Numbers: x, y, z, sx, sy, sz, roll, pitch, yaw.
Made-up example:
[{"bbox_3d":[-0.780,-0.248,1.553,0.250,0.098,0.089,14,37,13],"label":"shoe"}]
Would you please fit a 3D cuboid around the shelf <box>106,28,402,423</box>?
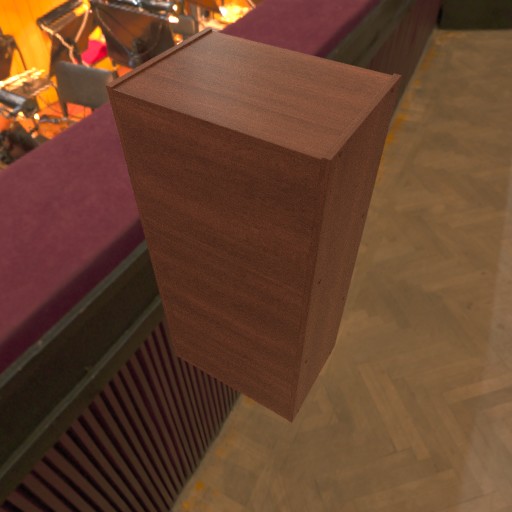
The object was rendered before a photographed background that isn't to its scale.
[{"bbox_3d":[0.000,0.000,1.074,0.414,0.879,0.290,24,52,21],"label":"shelf"}]
